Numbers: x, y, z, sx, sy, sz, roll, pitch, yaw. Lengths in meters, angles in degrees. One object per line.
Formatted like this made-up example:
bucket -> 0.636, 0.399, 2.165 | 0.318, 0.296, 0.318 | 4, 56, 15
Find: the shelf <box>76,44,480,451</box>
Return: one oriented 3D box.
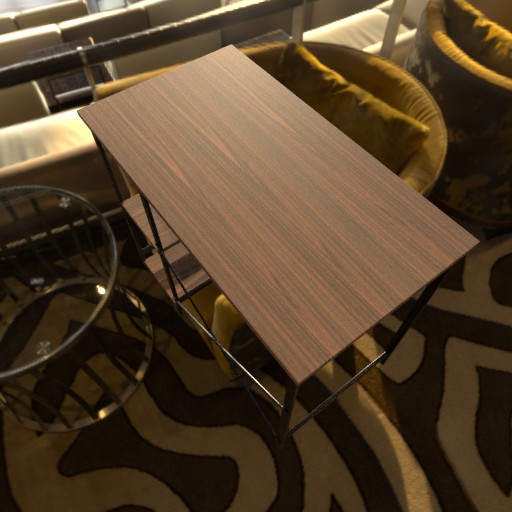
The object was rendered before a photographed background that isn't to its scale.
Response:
shelf -> 0.000, 0.000, 1.358 | 0.498, 0.750, 0.902 | -32, 62, -19
